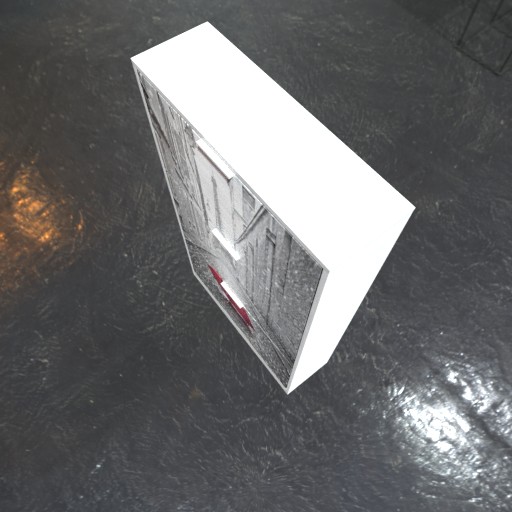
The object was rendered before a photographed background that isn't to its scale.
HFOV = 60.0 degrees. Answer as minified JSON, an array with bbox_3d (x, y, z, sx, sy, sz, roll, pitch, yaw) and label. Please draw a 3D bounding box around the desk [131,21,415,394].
[{"bbox_3d":[0.000,0.000,1.580,0.250,1.280,0.750,-34,68,-16],"label":"desk"}]
